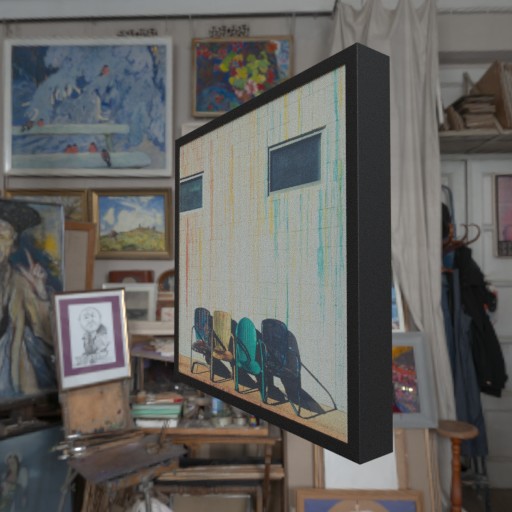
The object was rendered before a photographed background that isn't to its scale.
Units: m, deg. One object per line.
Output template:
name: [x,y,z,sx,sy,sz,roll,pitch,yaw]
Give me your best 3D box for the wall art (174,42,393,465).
wall art: [0.000,0.000,0.452,0.038,0.304,0.304,1,-2,-36]
